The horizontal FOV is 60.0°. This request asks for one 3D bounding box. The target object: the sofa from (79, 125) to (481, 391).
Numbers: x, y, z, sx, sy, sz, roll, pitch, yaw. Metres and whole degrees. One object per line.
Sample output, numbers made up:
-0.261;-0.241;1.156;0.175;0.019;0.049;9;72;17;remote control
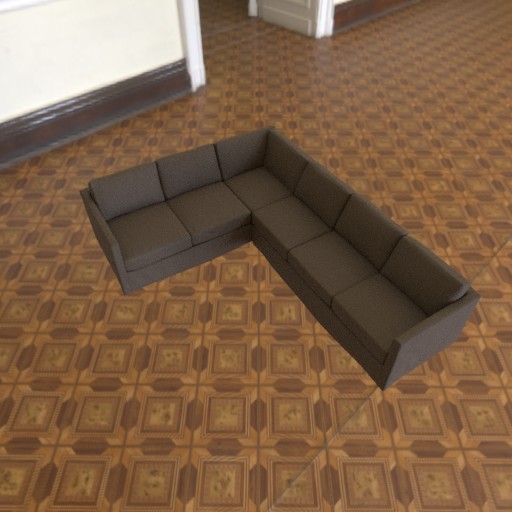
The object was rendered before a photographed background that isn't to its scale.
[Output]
0.000;0.000;4.316;2.432;0.871;3.182;-24;50;-22;sofa
